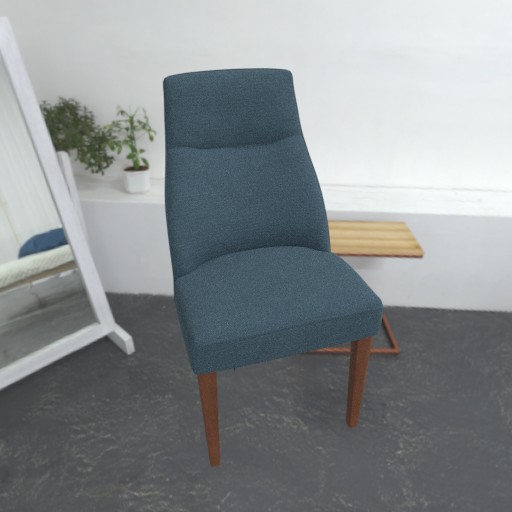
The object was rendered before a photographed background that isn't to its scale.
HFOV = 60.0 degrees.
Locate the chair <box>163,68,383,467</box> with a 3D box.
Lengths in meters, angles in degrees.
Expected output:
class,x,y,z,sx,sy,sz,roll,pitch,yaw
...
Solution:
class,x,y,z,sx,sy,sz,roll,pitch,yaw
chair,0.000,0.000,1.287,0.500,0.930,0.620,-9,33,-15
